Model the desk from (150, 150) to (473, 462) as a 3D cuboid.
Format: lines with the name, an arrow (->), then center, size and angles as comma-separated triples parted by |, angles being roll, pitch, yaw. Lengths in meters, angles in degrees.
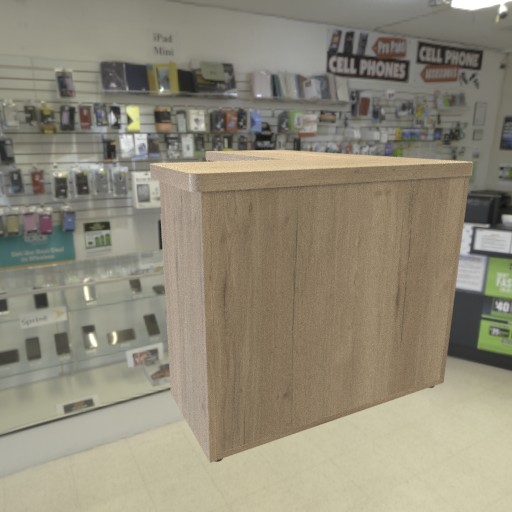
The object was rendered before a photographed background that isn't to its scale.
desk -> 0.000, 0.000, 1.738 | 0.900, 0.760, 1.169 | -8, 17, -26
